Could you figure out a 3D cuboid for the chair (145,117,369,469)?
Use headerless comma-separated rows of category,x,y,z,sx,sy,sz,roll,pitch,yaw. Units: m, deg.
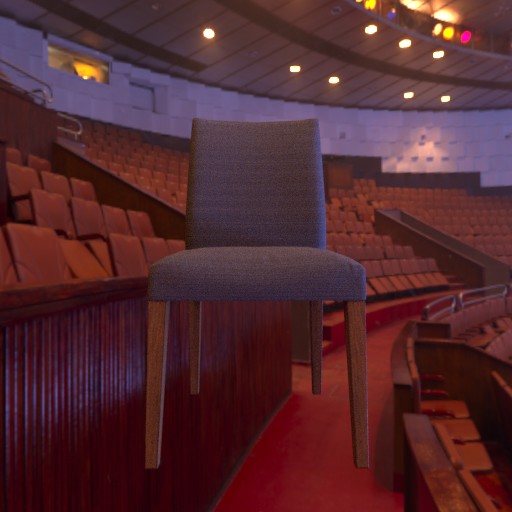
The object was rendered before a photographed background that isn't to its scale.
chair,0.000,0.000,1.272,0.496,0.940,0.585,0,0,0
